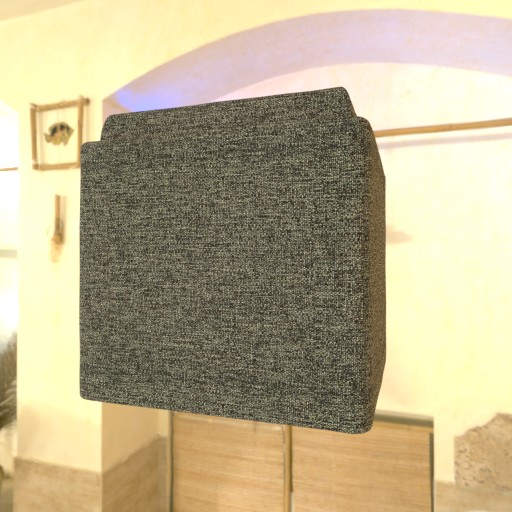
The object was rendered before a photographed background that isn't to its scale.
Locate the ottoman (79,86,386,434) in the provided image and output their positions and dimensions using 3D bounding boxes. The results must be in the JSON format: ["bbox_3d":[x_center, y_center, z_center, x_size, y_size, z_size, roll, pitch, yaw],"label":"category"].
[{"bbox_3d":[0.000,0.000,0.823,0.450,0.463,0.450,0,0,19],"label":"ottoman"}]
